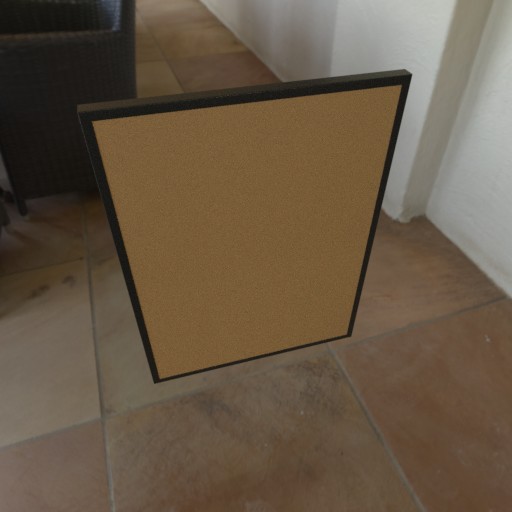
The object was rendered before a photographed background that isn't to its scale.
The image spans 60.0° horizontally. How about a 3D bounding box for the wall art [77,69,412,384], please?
[{"bbox_3d":[0.000,0.000,1.397,0.804,1.061,0.039,-11,43,-12],"label":"wall art"}]
